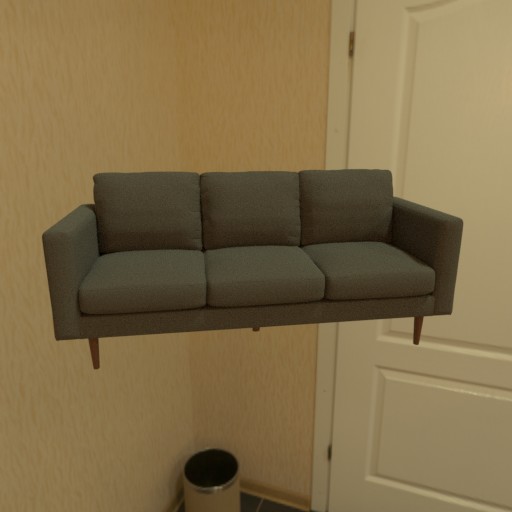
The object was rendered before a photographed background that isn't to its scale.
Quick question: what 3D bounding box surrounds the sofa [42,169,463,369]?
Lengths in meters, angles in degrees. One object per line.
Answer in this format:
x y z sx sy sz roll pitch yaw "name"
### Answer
0.000 0.000 2.501 2.029 0.912 0.802 -2 16 -8 "sofa"
